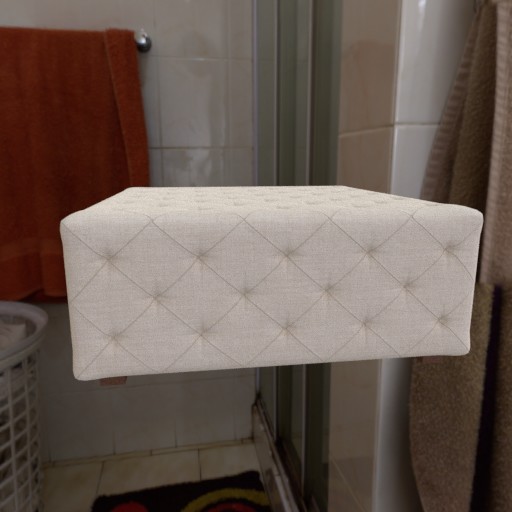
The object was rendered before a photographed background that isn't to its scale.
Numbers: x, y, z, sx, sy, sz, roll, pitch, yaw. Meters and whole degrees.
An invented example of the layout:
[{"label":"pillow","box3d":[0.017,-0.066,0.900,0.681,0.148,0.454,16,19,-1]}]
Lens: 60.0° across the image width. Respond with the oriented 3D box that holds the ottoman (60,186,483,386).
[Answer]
[{"label":"ottoman","box3d":[0.000,0.000,1.569,1.028,0.439,1.028,-2,12,-8]}]
